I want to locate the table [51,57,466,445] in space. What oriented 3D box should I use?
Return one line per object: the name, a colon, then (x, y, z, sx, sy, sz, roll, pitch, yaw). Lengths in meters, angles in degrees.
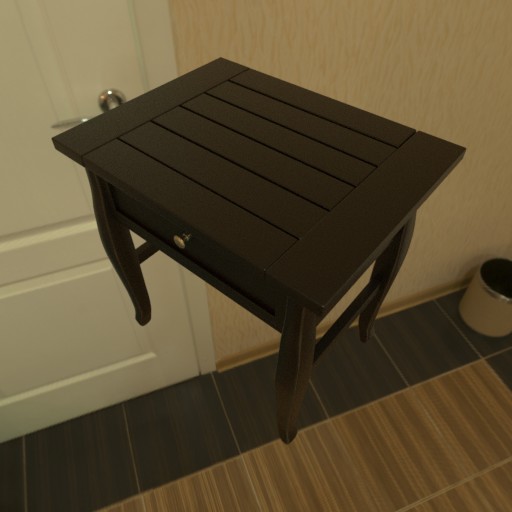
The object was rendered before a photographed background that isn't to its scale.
table: (0.000, 0.000, 1.024, 0.602, 0.604, 0.460, 31, 54, 26)
